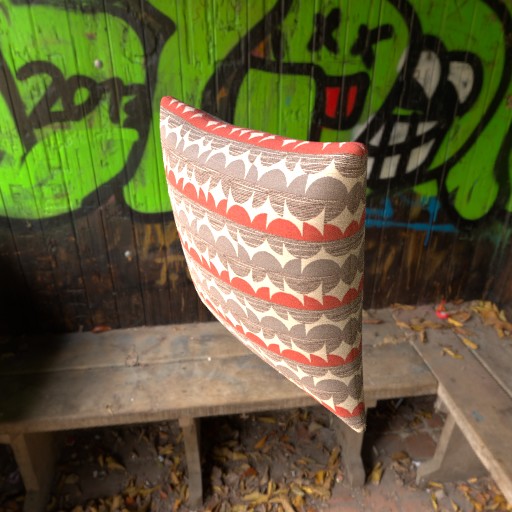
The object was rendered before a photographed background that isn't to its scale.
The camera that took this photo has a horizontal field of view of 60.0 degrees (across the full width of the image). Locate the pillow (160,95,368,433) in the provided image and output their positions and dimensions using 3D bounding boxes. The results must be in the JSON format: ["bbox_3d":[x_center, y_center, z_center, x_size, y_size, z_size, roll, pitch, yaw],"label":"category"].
[{"bbox_3d":[0.000,0.000,0.652,0.180,0.410,0.420,-18,32,-31],"label":"pillow"}]
